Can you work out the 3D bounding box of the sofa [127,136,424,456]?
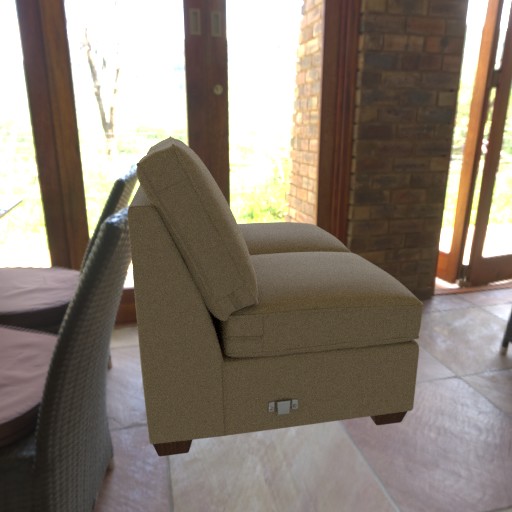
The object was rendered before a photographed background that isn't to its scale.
[{"bbox_3d":[0.000,0.000,1.959,0.951,1.008,1.237,-3,16,-10],"label":"sofa"}]
